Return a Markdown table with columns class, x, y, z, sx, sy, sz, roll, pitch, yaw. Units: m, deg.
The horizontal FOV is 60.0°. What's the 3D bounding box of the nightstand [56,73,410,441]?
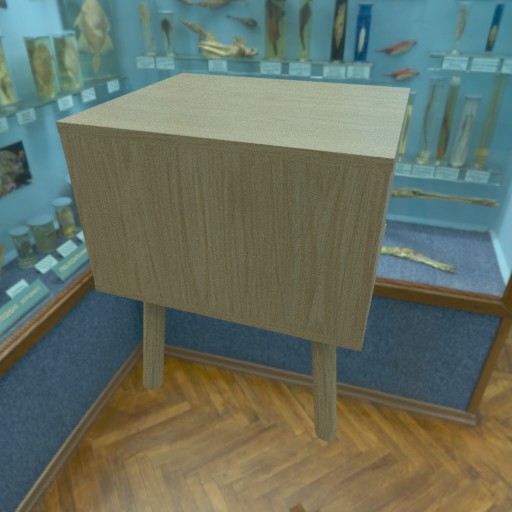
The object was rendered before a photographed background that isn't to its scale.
| class | x | y | z | sx | sy | sz | roll | pitch | yaw |
| --- | --- | --- | --- | --- | --- | --- | --- | --- | --- |
| nightstand | 0.000 | 0.000 | 0.850 | 0.450 | 0.571 | 0.380 | 10 | 34 | 16 |
